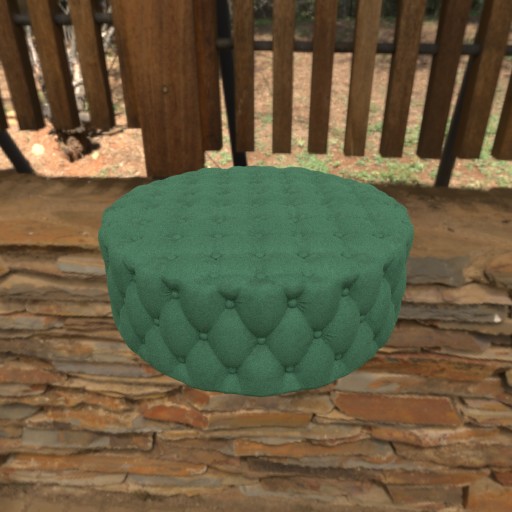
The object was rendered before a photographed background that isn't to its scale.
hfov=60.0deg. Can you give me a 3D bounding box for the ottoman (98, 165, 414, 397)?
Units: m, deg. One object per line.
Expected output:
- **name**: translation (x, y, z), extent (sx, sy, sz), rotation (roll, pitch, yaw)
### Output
- **ottoman**: translation (0.000, 0.000, 1.526), extent (0.998, 0.399, 0.998), rotation (0, 28, 0)
